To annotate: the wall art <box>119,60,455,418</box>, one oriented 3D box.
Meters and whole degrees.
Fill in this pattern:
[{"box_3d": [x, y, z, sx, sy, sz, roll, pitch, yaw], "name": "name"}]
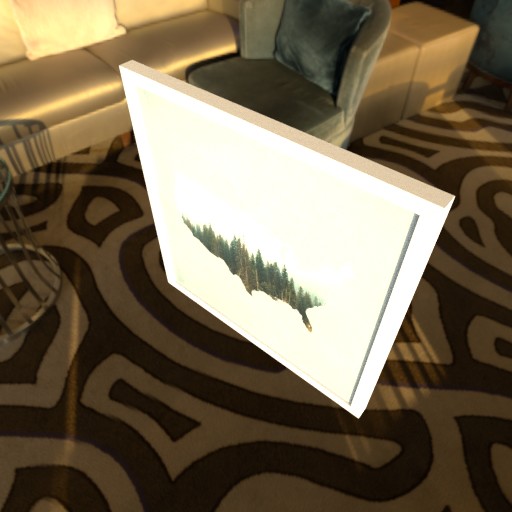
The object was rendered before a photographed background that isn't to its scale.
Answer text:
[{"box_3d": [0.000, 0.000, 1.115, 0.762, 0.762, 0.038, 31, 54, 26], "name": "wall art"}]
